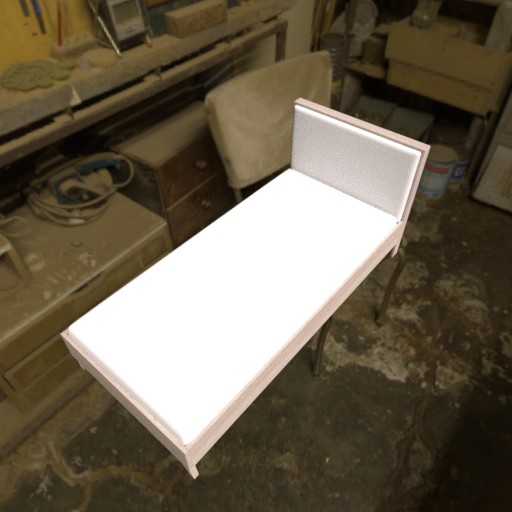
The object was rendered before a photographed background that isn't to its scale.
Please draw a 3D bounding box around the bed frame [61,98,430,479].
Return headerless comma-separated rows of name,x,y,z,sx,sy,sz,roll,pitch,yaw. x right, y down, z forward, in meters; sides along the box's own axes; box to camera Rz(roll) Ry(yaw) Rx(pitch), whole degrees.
bed frame,0.000,0.000,2.696,0.990,0.920,2.140,31,53,27
